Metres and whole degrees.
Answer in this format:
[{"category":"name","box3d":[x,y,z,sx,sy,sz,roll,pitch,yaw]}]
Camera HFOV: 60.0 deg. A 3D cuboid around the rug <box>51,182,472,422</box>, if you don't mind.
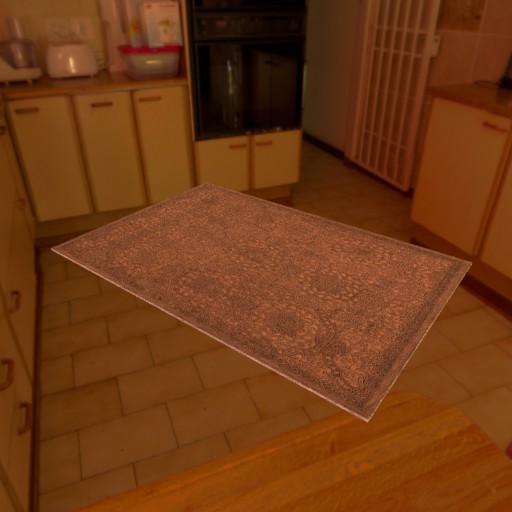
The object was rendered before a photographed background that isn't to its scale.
[{"category":"rug","box3d":[0.000,0.000,2.296,1.819,0.012,1.208,21,37,32]}]
